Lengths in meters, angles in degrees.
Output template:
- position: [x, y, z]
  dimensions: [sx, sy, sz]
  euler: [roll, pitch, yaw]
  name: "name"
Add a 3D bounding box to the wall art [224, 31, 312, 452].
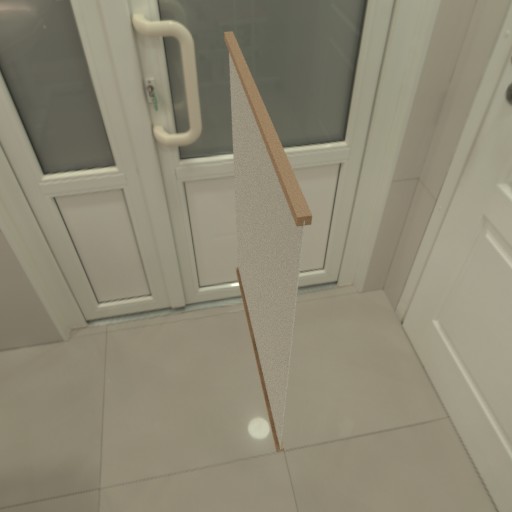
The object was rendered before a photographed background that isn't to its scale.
- position: [0.000, 0.000, 0.677]
  dimensions: [0.012, 0.508, 0.405]
  euler: [-8, 47, -8]
  name: "wall art"
